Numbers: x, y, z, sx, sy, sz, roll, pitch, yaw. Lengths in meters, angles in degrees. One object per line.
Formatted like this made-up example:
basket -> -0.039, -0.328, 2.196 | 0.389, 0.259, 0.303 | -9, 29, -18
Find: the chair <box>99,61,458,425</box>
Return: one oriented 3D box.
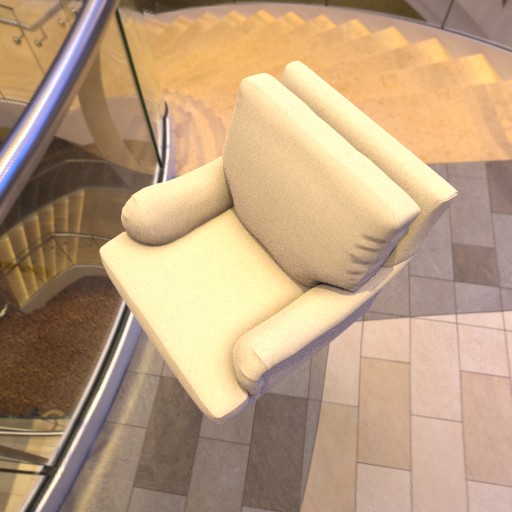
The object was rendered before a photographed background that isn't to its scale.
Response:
chair -> 0.000, 0.000, 1.854 | 1.078, 1.076, 0.895 | -34, 67, -17
